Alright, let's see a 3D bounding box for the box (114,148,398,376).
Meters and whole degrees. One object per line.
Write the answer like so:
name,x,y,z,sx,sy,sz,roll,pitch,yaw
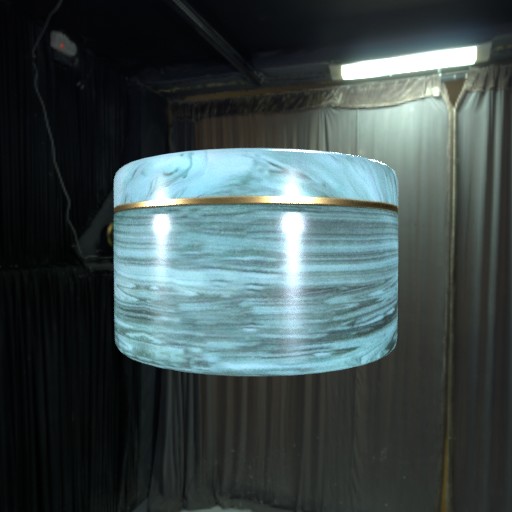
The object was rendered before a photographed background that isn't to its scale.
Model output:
box,0.000,0.000,0.166,0.101,0.063,0.101,0,1,0
